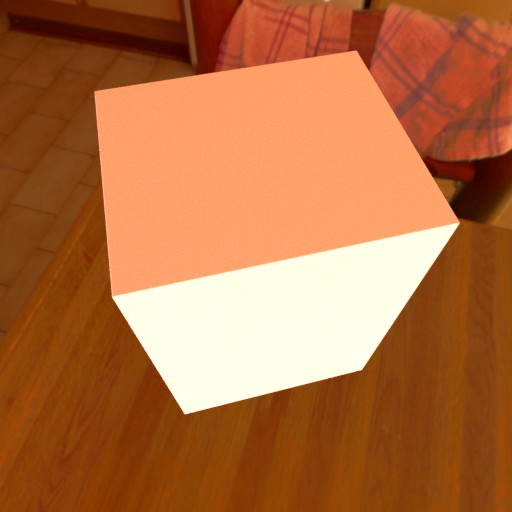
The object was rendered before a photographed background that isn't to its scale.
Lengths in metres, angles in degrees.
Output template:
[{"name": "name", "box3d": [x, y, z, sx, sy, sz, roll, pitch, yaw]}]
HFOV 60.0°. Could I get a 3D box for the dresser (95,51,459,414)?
[{"name": "dresser", "box3d": [0.000, 0.000, 0.820, 0.400, 0.560, 0.360, -12, 59, -7]}]
